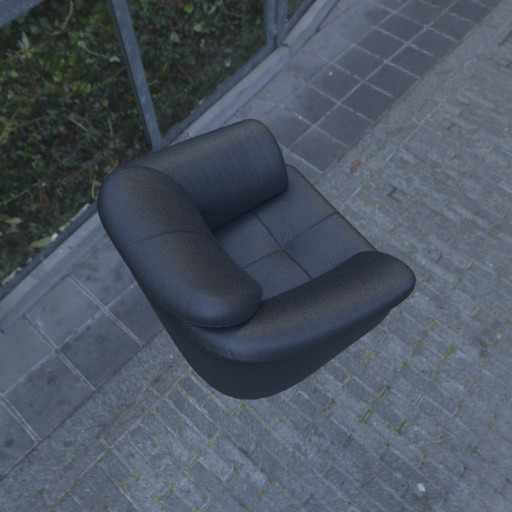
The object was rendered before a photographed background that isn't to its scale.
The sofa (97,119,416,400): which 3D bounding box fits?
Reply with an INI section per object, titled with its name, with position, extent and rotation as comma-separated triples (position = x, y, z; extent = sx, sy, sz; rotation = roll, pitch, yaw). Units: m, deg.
[sofa]
position = 0.000, 0.000, 1.515
extent = 0.794, 0.811, 0.870
rotation = -31, 64, -17
